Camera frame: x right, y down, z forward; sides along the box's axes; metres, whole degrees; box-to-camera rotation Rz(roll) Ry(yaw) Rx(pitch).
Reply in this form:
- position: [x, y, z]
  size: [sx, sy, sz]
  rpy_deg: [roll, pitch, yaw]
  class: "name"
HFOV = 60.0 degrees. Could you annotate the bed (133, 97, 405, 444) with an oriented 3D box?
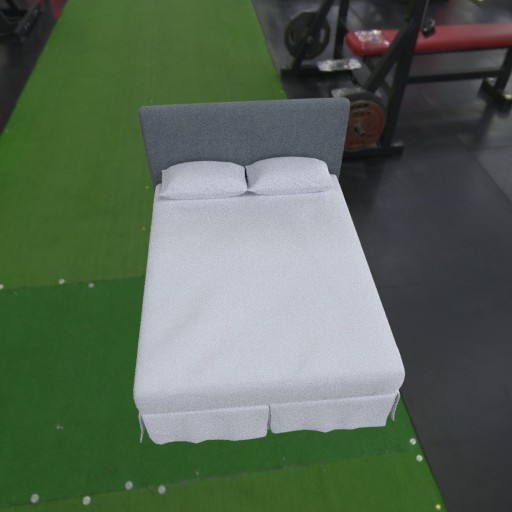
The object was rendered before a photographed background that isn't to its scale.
- position: [0.000, 0.000, 3.212]
  size: [1.713, 1.330, 2.142]
  rpy_deg: [-4, 47, -3]
  class: "bed"
